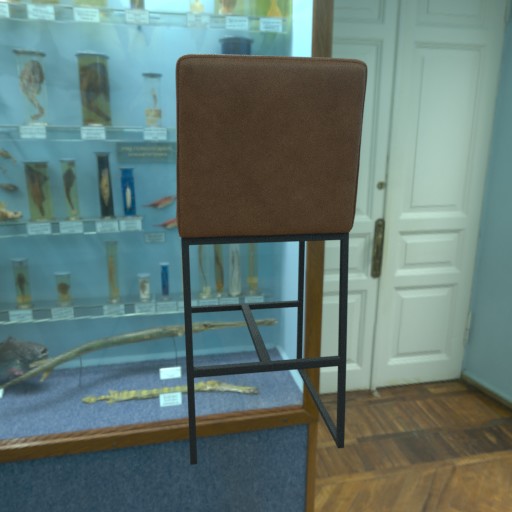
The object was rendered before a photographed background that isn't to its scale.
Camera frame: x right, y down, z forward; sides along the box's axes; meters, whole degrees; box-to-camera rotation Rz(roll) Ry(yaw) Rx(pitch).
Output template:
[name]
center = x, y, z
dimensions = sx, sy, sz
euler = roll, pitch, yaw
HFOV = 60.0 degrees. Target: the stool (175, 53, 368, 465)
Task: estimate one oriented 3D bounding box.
[stool]
center = 0.000, 0.000, 1.339
dimensions = 0.458, 1.040, 0.556
euler = -2, 14, -9
